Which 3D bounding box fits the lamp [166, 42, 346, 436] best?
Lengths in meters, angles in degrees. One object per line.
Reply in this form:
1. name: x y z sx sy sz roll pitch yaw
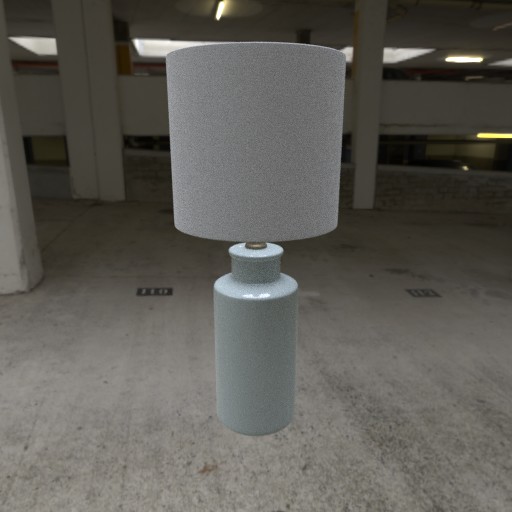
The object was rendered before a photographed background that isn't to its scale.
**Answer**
1. lamp: 0.000 0.000 0.599 0.212 0.493 0.212 -3 16 -9
